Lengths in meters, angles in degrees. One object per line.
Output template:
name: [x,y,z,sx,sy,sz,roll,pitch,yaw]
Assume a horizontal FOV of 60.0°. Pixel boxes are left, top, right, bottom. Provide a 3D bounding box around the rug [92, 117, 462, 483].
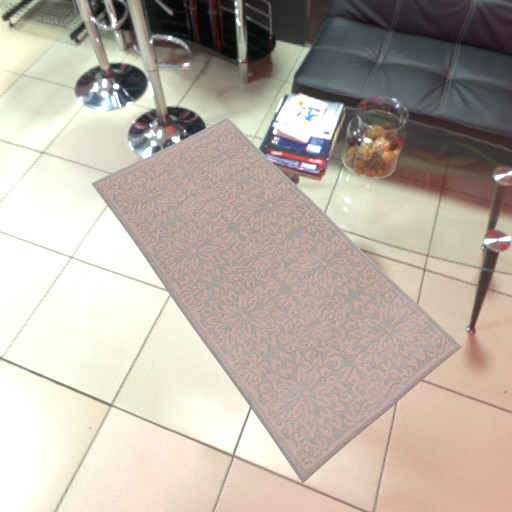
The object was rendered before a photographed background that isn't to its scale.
rug: [0.000,0.000,1.463,0.604,0.007,1.219,-32,64,-18]
